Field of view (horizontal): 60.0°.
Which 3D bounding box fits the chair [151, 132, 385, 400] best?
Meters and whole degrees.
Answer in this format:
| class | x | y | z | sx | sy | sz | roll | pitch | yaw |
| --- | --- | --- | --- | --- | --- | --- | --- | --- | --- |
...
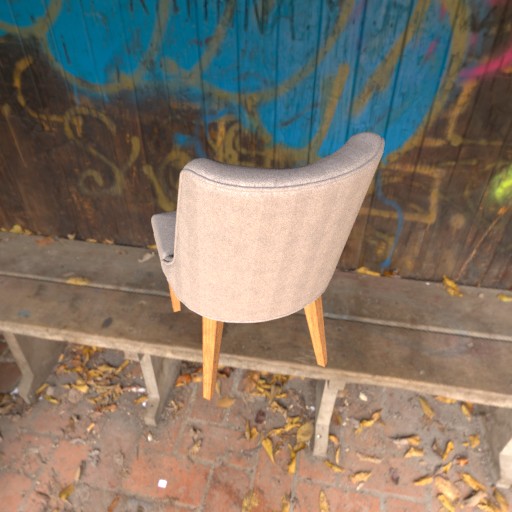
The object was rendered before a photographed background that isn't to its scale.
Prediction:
| class | x | y | z | sx | sy | sz | roll | pitch | yaw |
| --- | --- | --- | --- | --- | --- | --- | --- | --- | --- |
| chair | 0.000 | 0.000 | 1.327 | 0.548 | 0.916 | 0.636 | -12 | 42 | -14 |
